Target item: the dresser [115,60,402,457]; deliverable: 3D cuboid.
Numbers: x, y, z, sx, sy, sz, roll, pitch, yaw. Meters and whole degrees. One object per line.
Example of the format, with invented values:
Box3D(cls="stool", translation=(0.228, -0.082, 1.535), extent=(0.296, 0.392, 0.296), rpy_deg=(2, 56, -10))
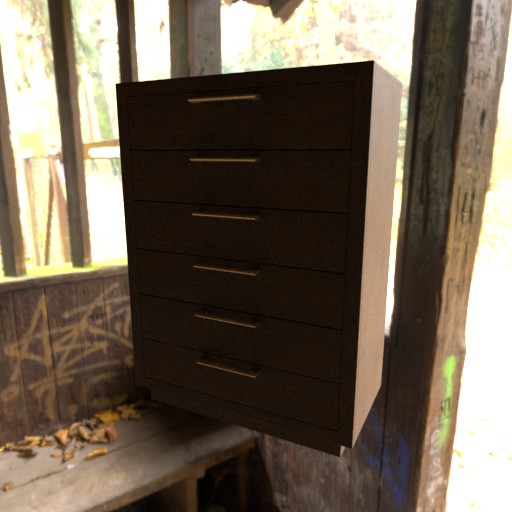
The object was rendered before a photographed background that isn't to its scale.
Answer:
Box3D(cls="dresser", translation=(0.000, 0.000, 1.793), extent=(0.964, 1.320, 0.516), rpy_deg=(7, 15, 26))
